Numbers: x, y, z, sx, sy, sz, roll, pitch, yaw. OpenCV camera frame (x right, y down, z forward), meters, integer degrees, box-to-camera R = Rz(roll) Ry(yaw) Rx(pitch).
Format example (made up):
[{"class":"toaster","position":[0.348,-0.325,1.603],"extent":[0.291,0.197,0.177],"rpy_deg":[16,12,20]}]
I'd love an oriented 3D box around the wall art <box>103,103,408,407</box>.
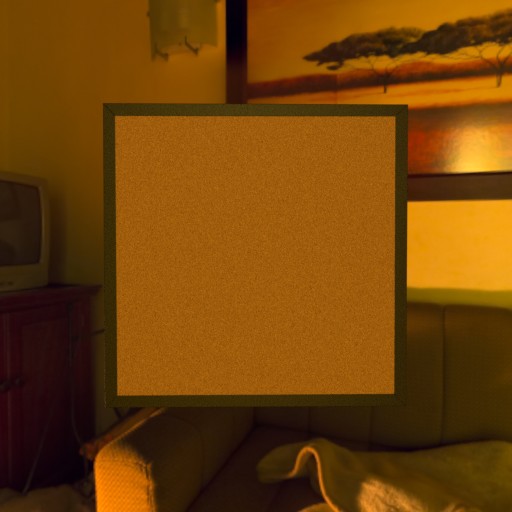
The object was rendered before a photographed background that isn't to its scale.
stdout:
[{"class":"wall art","position":[0.000,0.000,0.463],"extent":[0.304,0.304,0.038],"rpy_deg":[0,1,-1]}]
